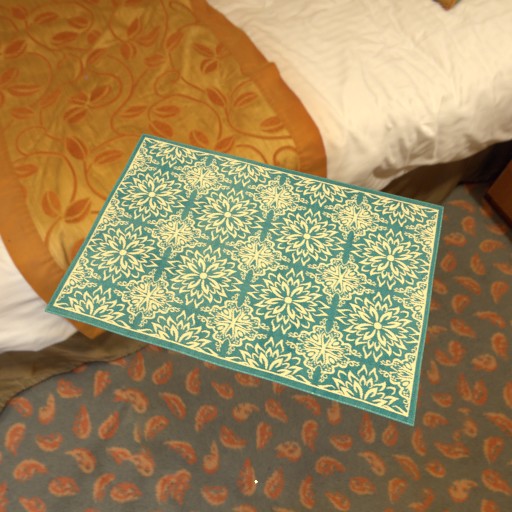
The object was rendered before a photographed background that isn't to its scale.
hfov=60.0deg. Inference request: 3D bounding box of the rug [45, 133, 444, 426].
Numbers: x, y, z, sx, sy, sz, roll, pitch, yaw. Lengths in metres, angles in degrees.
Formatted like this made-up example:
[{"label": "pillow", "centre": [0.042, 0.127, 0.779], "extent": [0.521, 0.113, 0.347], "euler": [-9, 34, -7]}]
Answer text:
[{"label": "rug", "centre": [0.000, 0.000, 3.545], "extent": [2.769, 0.018, 1.830], "euler": [15, 64, 8]}]
